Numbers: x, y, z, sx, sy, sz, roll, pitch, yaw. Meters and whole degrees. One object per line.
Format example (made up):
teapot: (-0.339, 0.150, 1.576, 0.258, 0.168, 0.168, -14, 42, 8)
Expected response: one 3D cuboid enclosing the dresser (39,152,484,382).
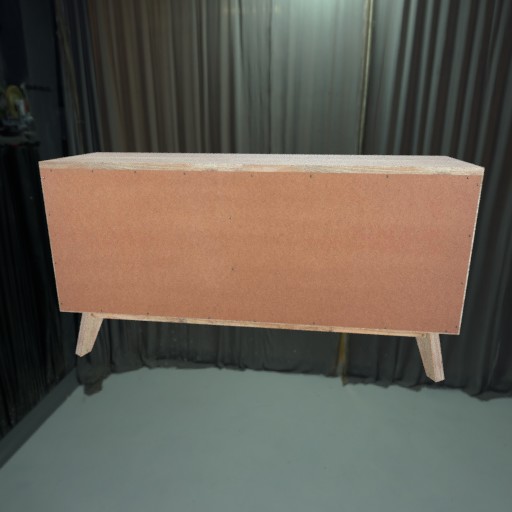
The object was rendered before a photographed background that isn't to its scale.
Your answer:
dresser: (0.000, 0.000, 1.869, 1.554, 0.805, 0.455, 2, 18, 7)
